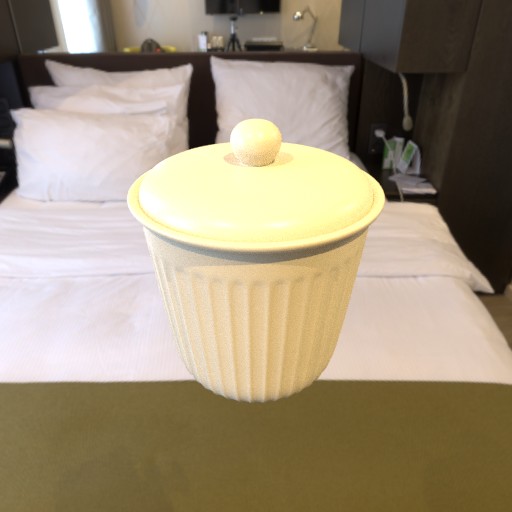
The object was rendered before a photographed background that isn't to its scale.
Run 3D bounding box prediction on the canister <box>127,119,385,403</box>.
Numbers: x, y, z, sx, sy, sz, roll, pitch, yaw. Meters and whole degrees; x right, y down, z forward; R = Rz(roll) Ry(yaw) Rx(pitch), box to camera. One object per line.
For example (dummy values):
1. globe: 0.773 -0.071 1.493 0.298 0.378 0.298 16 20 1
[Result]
1. canister: 0.000 0.000 0.350 0.181 0.211 0.181 0 30 0
